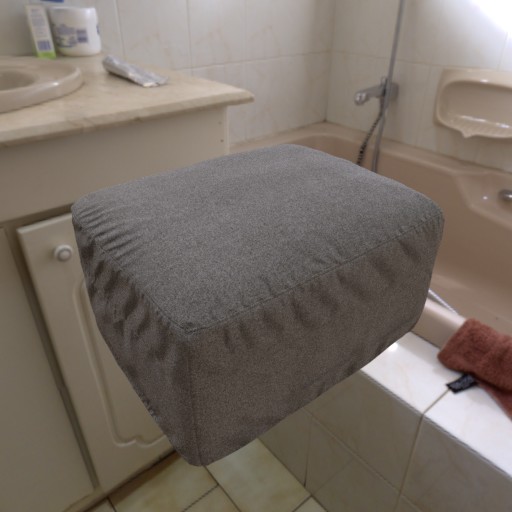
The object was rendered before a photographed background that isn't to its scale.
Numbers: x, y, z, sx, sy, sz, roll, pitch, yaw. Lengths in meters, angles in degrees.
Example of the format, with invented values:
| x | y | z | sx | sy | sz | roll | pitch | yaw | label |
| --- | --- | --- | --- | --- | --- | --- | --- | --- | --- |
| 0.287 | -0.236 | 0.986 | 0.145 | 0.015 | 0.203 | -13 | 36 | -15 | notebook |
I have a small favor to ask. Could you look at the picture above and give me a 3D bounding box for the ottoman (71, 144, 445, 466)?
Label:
| x | y | z | sx | sy | sz | roll | pitch | yaw | label |
| --- | --- | --- | --- | --- | --- | --- | --- | --- | --- |
| 0.000 | 0.000 | 1.253 | 0.837 | 0.481 | 0.683 | -22 | 38 | -31 | ottoman |
